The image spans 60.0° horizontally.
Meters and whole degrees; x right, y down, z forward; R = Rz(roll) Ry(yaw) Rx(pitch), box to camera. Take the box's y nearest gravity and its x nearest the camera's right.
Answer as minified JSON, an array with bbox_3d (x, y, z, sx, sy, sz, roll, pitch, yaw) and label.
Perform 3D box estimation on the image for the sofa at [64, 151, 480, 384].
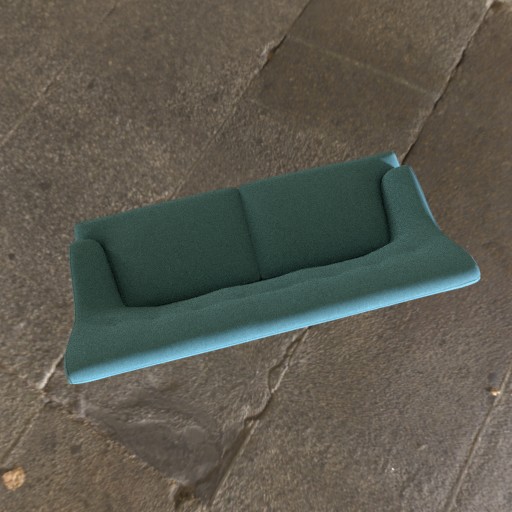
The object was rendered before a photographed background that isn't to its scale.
[{"bbox_3d":[0.000,0.000,2.549,2.057,0.871,0.978,-14,75,-4],"label":"sofa"}]
